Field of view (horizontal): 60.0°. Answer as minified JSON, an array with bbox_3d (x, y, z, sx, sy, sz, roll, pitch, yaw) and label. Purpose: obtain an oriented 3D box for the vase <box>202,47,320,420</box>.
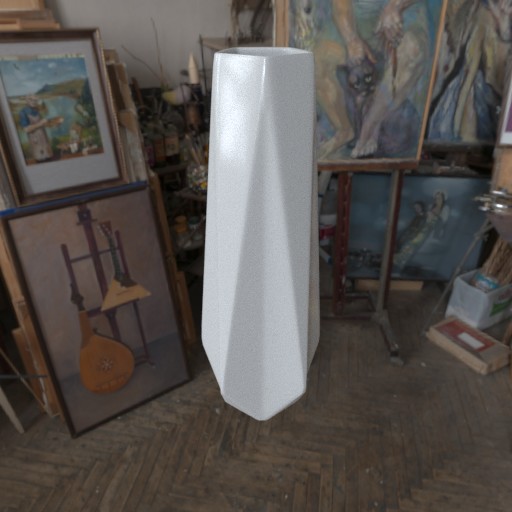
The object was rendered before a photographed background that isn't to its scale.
[{"bbox_3d":[0.000,0.000,0.390,0.116,0.329,0.122,8,31,14],"label":"vase"}]
